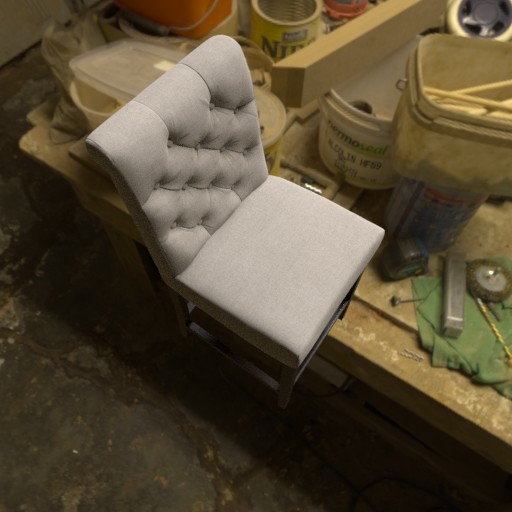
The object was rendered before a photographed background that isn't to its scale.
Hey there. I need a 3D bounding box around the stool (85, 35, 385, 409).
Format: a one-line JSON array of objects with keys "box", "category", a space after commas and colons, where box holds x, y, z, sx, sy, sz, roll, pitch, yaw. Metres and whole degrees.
[{"box": [0.000, 0.000, 1.366, 0.601, 1.040, 0.493, 31, 64, 17], "category": "stool"}]
